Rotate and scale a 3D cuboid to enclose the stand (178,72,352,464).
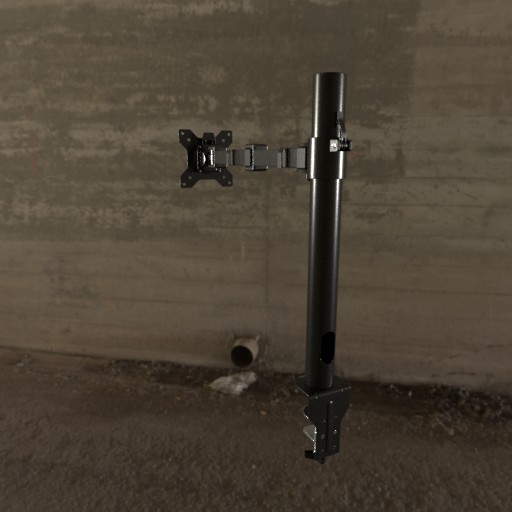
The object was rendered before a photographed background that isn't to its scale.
[{"bbox_3d":[0.000,0.000,0.741,0.115,0.510,0.456,-6,14,-26],"label":"stand"}]
